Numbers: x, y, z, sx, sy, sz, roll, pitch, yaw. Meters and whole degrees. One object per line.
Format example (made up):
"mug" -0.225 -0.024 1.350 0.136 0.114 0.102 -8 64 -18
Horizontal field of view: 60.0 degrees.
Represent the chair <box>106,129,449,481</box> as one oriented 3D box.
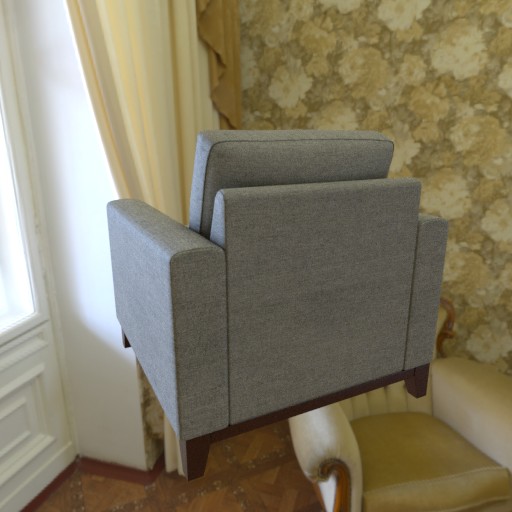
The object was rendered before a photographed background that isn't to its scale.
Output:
"chair" 0.000 0.000 1.839 1.024 1.010 1.038 -8 18 -26
